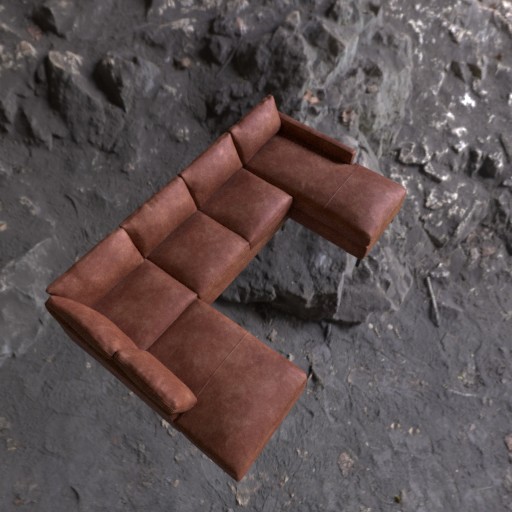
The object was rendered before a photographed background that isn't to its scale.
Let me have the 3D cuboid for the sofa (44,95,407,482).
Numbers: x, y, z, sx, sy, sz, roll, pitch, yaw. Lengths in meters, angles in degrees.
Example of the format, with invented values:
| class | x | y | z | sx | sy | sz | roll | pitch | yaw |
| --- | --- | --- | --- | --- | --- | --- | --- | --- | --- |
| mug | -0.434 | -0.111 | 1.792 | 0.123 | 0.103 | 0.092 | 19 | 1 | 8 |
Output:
| class | x | y | z | sx | sy | sz | roll | pitch | yaw |
| --- | --- | --- | --- | --- | --- | --- | --- | --- | --- |
| sofa | 0.000 | 0.000 | 3.876 | 1.939 | 0.900 | 2.956 | 33 | 63 | 19 |
